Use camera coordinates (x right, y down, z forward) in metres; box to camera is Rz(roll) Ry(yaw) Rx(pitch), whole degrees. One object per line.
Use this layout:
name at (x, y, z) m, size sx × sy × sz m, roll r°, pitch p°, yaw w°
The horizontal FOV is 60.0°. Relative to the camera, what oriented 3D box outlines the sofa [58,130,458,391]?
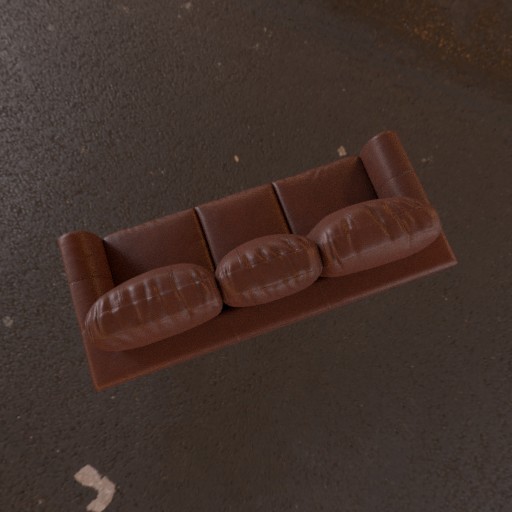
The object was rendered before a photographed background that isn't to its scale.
sofa at (0.000, 0.000, 2.334) m, size 1.862 × 0.915 × 0.802 m, roll -19°, pitch 76°, yaw -5°
